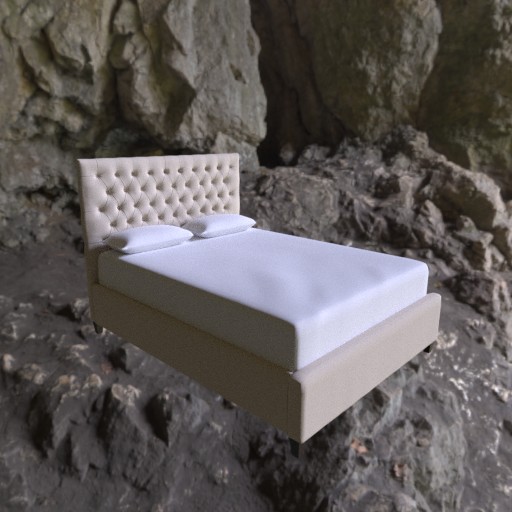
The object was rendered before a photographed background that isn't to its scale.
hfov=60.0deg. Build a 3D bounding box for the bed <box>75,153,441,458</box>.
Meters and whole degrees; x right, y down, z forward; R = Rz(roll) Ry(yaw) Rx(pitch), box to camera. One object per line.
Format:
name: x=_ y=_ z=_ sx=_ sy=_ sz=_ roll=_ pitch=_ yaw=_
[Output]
bed: x=0.000 y=0.000 z=3.373 sx=2.233 sy=1.426 sz=1.696 roll=14 pitch=21 yaw=42
